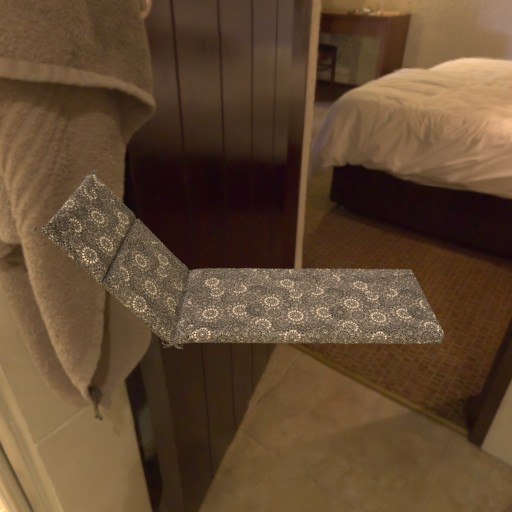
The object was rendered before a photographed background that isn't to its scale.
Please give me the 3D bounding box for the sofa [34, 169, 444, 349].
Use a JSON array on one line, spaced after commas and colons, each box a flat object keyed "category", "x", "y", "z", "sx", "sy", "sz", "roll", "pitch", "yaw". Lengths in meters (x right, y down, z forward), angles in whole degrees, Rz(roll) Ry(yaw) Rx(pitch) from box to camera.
[{"category": "sofa", "x": 0.000, "y": 0.000, "z": 2.022, "sx": 1.663, "sy": 0.622, "sz": 0.582, "roll": 0, "pitch": 32, "yaw": 0}]
